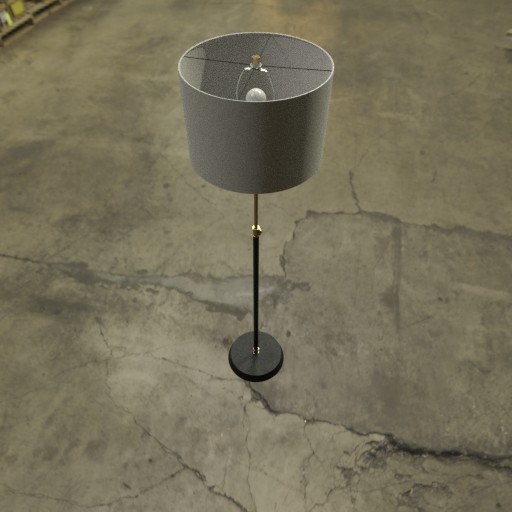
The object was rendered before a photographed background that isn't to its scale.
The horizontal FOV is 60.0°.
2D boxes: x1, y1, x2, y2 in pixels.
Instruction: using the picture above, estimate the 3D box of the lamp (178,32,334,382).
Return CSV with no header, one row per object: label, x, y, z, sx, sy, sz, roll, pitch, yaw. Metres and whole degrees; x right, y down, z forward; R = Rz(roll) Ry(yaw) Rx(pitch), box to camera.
lamp,0.000,0.000,1.699,0.404,1.517,0.404,9,48,8
